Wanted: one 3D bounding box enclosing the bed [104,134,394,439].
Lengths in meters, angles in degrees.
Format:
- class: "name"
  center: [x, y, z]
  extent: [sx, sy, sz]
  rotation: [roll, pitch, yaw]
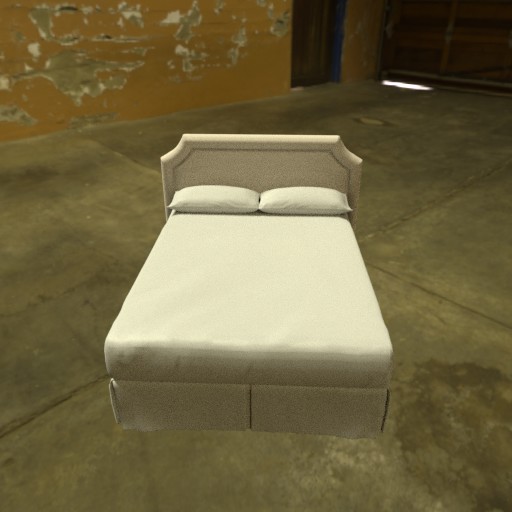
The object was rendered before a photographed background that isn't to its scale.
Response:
- class: "bed"
  center: [0.000, 0.000, 3.303]
  extent: [1.828, 1.297, 2.164]
  rotation: [1, 29, 2]
